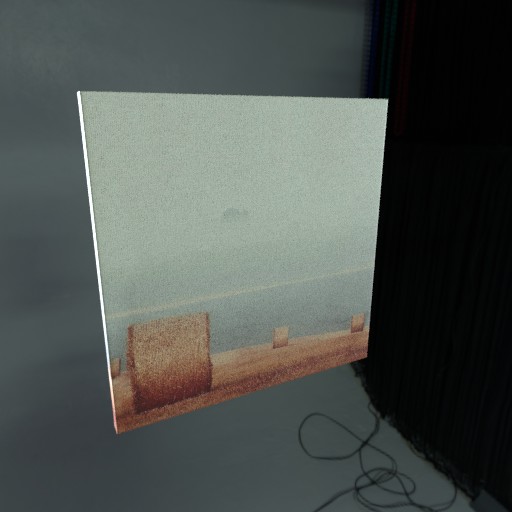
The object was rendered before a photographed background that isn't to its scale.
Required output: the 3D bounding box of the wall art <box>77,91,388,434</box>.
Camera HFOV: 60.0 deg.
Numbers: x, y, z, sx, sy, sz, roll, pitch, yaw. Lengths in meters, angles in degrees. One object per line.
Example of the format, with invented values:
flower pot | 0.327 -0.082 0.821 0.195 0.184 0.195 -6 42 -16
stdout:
wall art | 0.000 0.000 1.119 0.760 0.760 0.042 -9 19 -26
